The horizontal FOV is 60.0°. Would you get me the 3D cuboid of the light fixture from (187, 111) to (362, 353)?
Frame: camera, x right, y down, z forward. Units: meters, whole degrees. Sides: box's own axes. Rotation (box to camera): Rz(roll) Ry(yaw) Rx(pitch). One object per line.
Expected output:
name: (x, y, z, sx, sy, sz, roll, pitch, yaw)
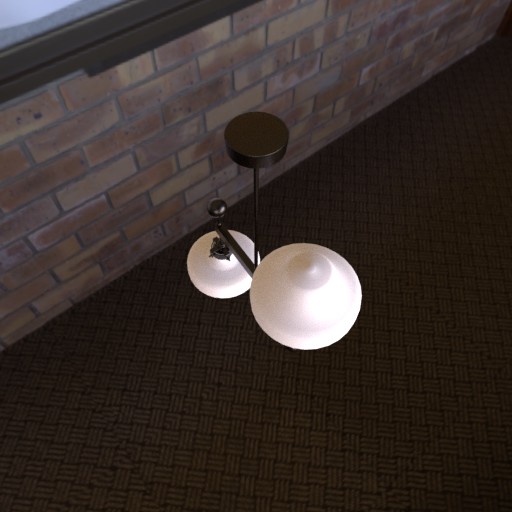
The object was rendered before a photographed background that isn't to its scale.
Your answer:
light fixture: (0.000, 0.000, 1.018, 0.489, 0.743, 0.422, 16, 60, 10)
